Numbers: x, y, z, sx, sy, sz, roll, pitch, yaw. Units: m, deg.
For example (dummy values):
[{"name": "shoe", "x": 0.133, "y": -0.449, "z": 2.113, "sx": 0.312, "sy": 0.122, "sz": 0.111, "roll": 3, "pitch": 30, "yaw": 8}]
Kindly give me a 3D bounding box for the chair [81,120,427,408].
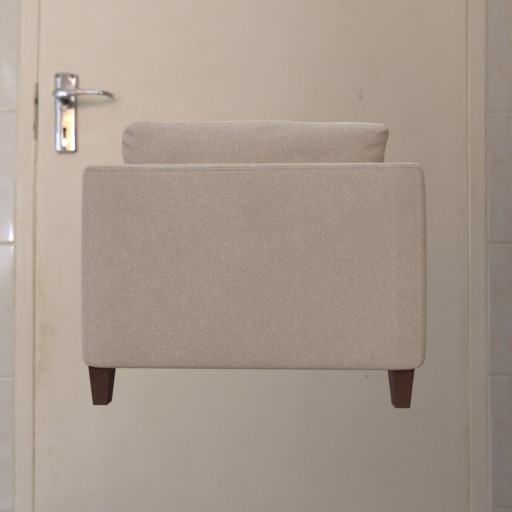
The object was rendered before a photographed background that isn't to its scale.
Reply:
[{"name": "chair", "x": 0.000, "y": 0.000, "z": 1.839, "sx": 1.107, "sy": 0.961, "sz": 0.959, "roll": 0, "pitch": -1, "yaw": 2}]
